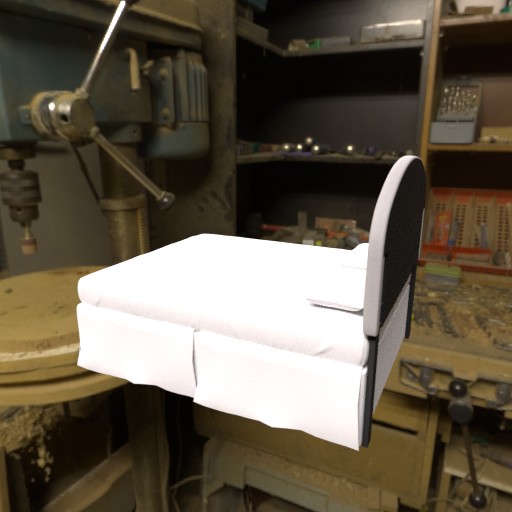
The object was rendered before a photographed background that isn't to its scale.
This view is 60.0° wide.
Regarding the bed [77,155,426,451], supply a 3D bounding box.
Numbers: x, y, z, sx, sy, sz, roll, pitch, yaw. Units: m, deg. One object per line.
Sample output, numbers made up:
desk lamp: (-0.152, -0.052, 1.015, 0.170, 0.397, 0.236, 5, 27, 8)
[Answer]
bed: (0.000, 0.000, 3.096, 2.005, 1.410, 1.607, 8, 17, 26)
